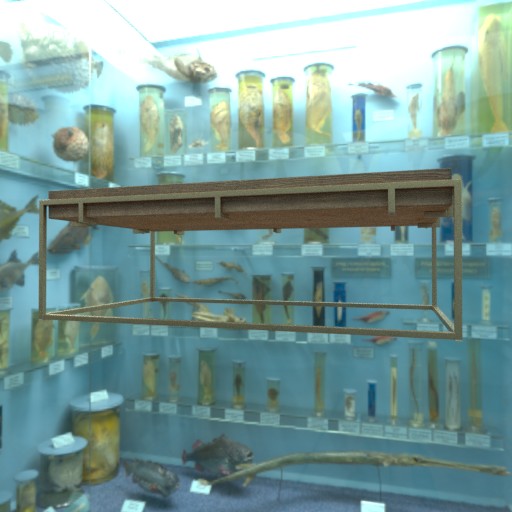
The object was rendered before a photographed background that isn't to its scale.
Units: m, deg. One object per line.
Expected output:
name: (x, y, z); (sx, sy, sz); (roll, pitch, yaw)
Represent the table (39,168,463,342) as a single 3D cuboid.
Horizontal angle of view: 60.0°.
table: (0.000, 0.000, 1.749); (1.387, 0.468, 0.775); (0, -1, 17)
